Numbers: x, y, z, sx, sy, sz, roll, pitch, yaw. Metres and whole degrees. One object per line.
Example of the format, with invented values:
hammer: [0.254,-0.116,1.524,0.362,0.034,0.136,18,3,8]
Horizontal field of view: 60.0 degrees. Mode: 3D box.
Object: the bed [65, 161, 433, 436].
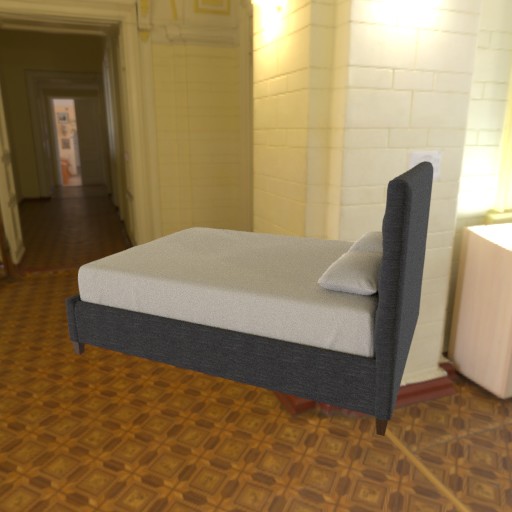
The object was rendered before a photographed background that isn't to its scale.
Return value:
bed: [0.000,0.000,3.481,2.387,1.427,1.698,7,17,24]
